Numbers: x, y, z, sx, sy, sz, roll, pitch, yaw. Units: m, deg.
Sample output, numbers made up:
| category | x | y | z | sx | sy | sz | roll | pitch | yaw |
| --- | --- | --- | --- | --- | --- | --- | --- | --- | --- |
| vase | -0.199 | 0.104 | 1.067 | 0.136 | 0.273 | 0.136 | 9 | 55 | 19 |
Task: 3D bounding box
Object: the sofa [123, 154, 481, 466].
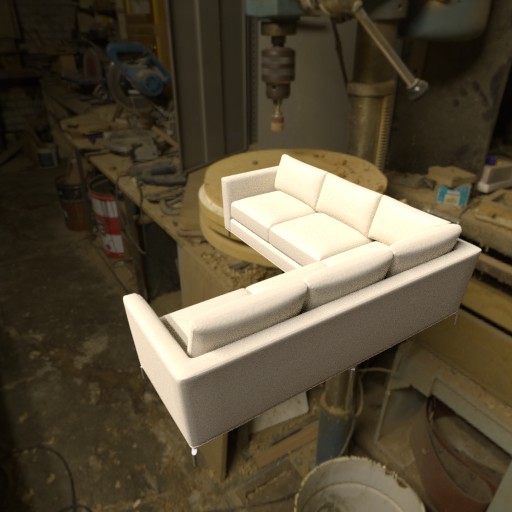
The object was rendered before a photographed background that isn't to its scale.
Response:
| category | x | y | z | sx | sy | sz | roll | pitch | yaw |
| --- | --- | --- | --- | --- | --- | --- | --- | --- | --- |
| sofa | 0.000 | 0.000 | 3.698 | 2.448 | 0.867 | 2.430 | -18 | 34 | -28 |
